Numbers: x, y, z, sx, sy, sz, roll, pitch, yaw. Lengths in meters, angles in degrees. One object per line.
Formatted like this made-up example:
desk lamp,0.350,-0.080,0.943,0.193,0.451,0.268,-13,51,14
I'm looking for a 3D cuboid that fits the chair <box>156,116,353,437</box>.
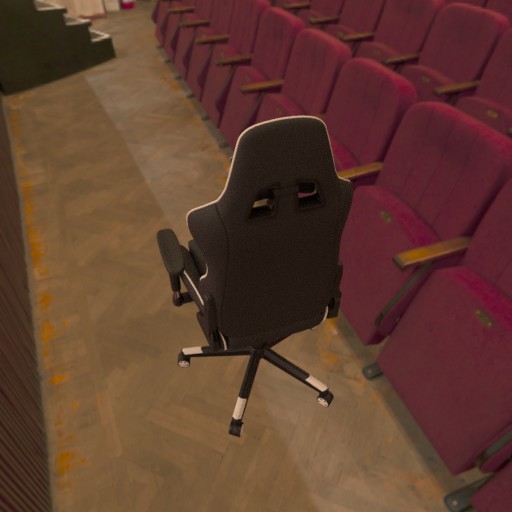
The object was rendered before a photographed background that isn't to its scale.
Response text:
chair,0.000,0.000,1.635,0.700,1.240,0.700,-13,43,-15
